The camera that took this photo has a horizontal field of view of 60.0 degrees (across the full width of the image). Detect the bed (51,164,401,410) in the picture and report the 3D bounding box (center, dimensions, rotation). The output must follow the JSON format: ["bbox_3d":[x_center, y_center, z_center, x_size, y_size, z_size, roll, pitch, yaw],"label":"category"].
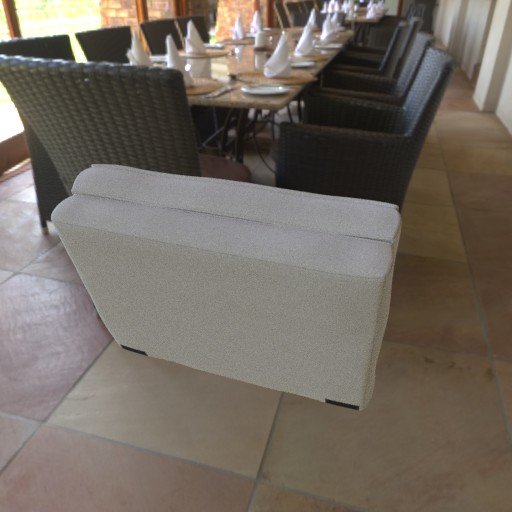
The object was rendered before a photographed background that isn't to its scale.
[{"bbox_3d":[0.000,0.000,1.338,0.799,0.614,0.749,10,32,16],"label":"bed"}]
